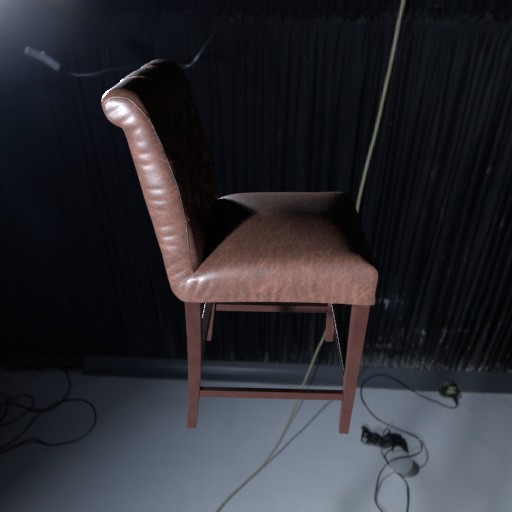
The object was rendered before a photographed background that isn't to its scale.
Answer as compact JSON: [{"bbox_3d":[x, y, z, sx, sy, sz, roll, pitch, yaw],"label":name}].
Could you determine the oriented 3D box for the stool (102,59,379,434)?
[{"bbox_3d":[0.000,0.000,1.385,0.660,1.084,0.486,1,32,2],"label":"stool"}]
